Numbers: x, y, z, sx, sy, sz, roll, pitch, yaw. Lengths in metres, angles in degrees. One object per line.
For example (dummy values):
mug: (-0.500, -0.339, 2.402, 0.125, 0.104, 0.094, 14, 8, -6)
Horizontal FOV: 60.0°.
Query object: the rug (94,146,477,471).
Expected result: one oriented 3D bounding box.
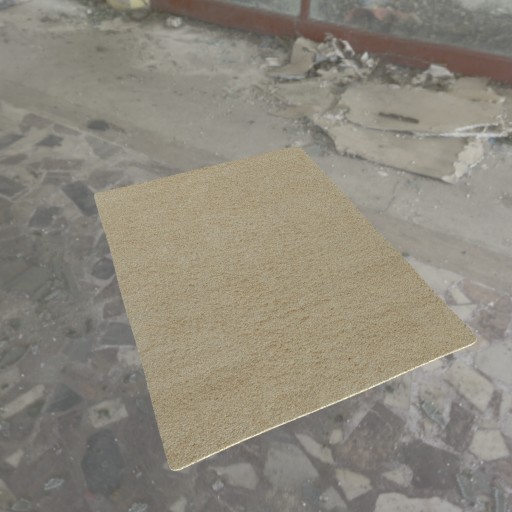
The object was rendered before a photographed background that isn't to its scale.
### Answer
rug: (0.000, 0.000, 3.984, 2.401, 0.025, 3.001, -17, 48, -16)
